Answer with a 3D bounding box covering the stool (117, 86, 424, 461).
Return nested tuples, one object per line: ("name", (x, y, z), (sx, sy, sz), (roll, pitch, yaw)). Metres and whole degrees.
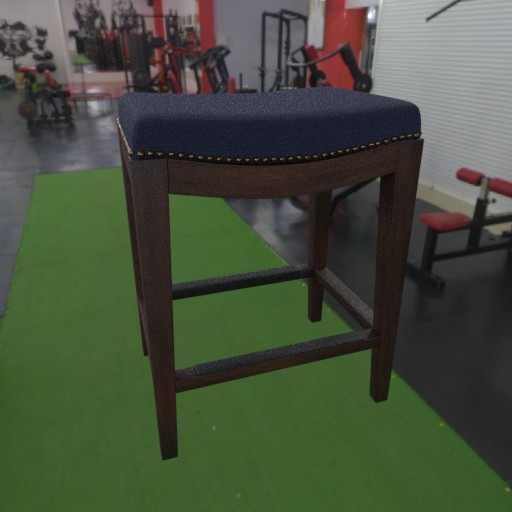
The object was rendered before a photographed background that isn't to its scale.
("stool", (0.000, 0.000, 0.938), (0.500, 0.642, 0.361), (-8, 27, -17))
